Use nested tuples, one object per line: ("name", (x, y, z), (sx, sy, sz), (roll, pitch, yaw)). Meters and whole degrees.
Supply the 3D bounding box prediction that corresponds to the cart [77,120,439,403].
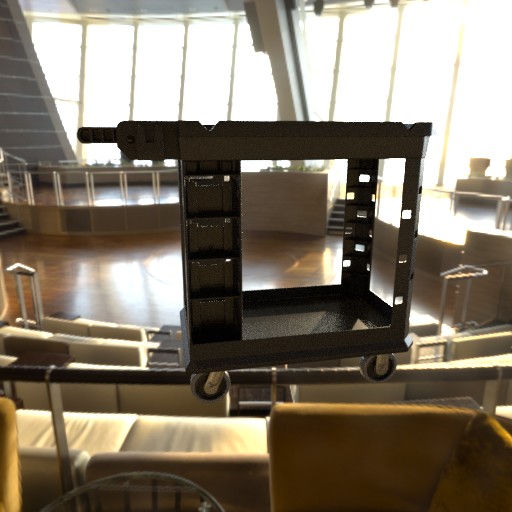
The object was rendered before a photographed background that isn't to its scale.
("cart", (0.000, 0.000, 1.536), (1.061, 0.884, 0.497), (-3, 16, -11))
